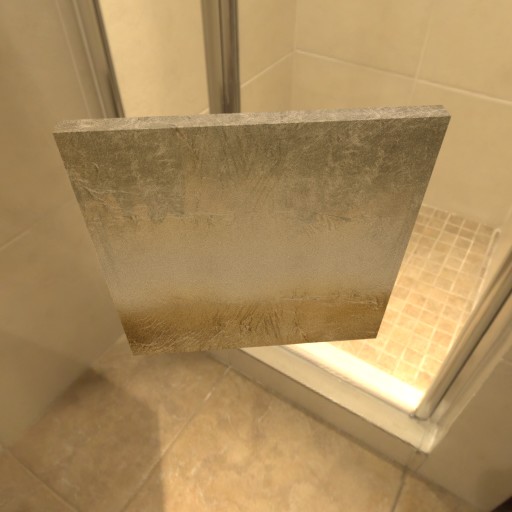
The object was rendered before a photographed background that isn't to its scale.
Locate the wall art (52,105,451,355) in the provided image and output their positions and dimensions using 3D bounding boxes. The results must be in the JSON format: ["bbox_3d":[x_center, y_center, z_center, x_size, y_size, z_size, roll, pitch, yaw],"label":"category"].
[{"bbox_3d":[0.000,0.000,0.905,0.610,0.610,0.038,-3,46,-3],"label":"wall art"}]
